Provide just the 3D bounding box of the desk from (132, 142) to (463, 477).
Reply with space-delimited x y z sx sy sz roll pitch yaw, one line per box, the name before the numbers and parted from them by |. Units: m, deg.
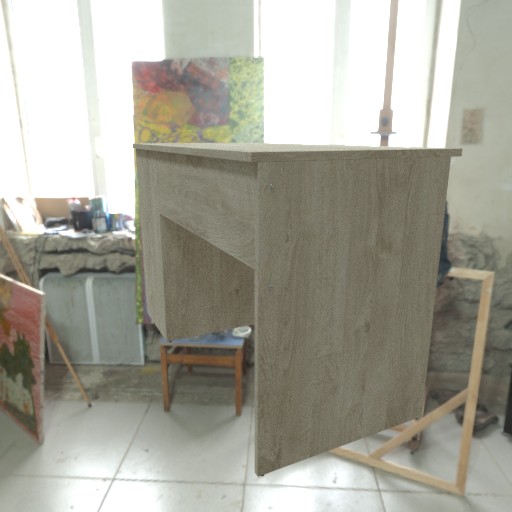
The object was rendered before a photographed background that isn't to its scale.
desk | 0.000 0.000 1.506 0.560 0.730 1.096 -7 17 -25
